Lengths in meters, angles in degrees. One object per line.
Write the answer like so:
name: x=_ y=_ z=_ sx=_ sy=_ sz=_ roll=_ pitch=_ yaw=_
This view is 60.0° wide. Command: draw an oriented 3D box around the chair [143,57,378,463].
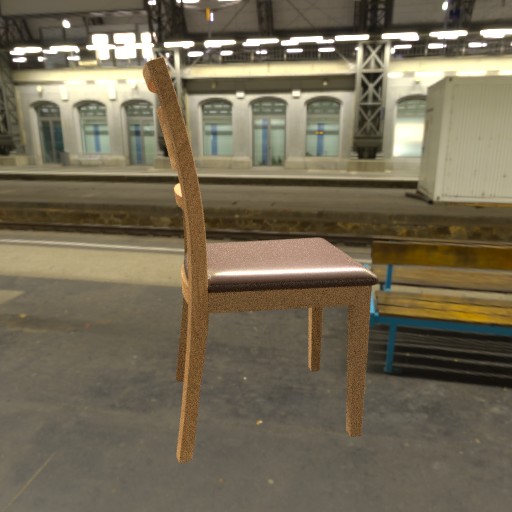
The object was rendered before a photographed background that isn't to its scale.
chair: x=0.000 y=0.000 z=1.221 sx=0.545 sy=0.940 sz=0.420 roll=-3 pitch=15 yaw=-10
